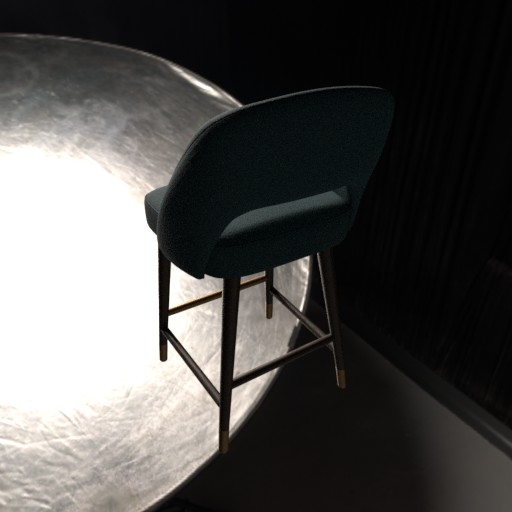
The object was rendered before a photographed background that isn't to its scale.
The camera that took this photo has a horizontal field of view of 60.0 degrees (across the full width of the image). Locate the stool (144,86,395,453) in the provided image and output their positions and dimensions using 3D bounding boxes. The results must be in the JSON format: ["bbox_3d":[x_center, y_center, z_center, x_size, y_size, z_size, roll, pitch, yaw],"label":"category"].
[{"bbox_3d":[0.000,0.000,1.217,0.536,0.939,0.522,-18,34,-28],"label":"stool"}]
